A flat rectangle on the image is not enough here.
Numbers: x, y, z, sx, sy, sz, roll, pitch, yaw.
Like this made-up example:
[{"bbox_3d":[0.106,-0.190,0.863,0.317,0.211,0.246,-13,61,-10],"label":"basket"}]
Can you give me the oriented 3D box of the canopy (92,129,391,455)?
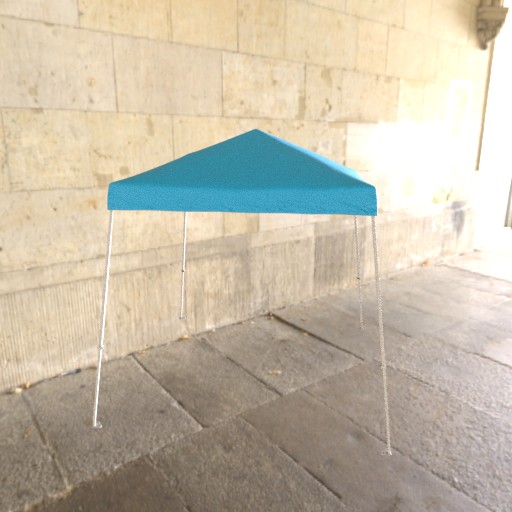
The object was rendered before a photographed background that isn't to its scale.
[{"bbox_3d":[0.000,0.000,5.162,2.848,2.849,2.849,2,15,8],"label":"canopy"}]
